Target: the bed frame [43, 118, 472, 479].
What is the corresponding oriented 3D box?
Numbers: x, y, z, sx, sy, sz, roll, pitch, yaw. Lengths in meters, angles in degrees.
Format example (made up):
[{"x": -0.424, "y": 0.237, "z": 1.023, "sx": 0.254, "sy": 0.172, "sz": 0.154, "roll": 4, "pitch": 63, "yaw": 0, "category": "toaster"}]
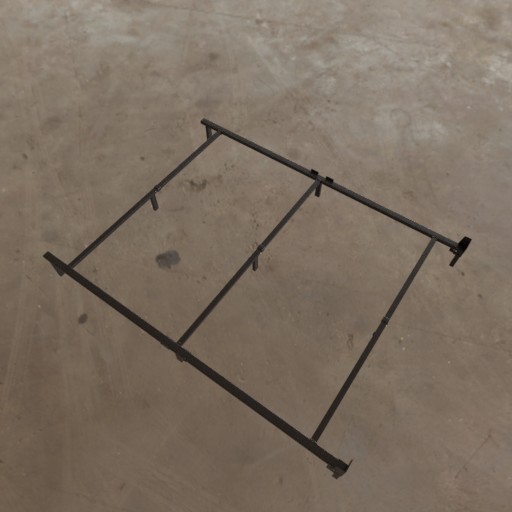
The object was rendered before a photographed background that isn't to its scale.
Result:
[{"x": 0.000, "y": 0.000, "z": 2.634, "sx": 1.990, "sy": 0.248, "sz": 1.498, "roll": 31, "pitch": 62, "yaw": 19, "category": "bed frame"}]
